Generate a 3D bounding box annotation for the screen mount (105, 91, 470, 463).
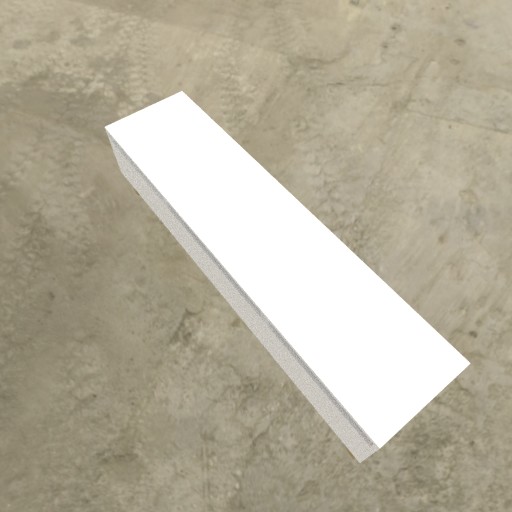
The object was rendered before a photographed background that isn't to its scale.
[{"bbox_3d":[0.000,0.000,1.829,0.399,0.432,1.644,-33,63,-19],"label":"screen mount"}]
